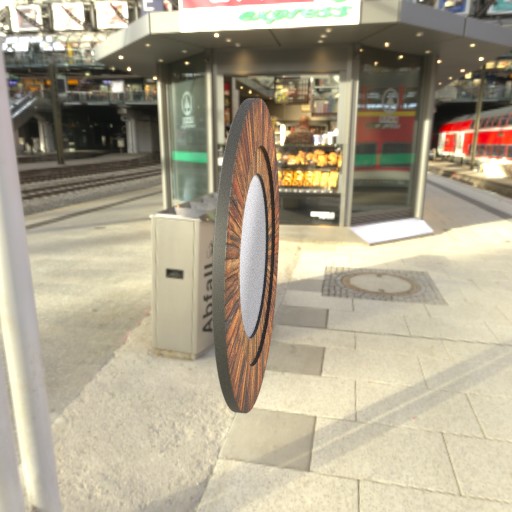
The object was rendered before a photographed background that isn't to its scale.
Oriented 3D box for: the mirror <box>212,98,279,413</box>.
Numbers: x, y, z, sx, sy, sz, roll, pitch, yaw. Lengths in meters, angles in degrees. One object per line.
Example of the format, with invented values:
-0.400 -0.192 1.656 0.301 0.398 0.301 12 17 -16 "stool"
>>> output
0.000 0.000 1.606 0.036 1.077 1.077 3 15 10 "mirror"
